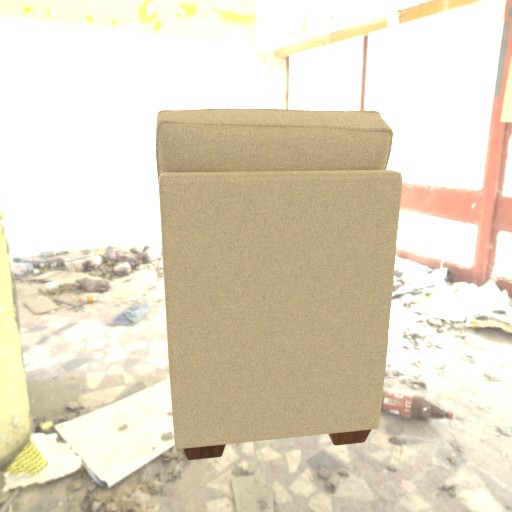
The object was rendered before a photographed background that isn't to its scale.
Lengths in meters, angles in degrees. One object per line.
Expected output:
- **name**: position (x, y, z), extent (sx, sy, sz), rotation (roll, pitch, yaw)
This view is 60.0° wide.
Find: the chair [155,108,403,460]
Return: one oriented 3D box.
- **chair**: position (0.000, 0.000, 1.588), extent (0.621, 0.970, 0.938), rotation (-2, 15, -8)
